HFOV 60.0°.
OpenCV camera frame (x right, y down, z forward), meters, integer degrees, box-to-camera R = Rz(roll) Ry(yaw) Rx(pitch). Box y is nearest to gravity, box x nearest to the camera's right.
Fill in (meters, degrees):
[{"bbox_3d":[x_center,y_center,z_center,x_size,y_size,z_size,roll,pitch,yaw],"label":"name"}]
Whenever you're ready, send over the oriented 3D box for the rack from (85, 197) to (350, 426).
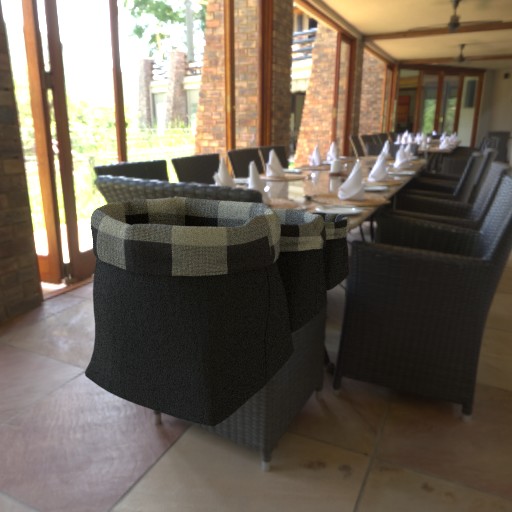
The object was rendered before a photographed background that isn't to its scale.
[{"bbox_3d":[0.000,0.000,1.103,0.370,0.329,0.889,9,18,28],"label":"rack"}]
